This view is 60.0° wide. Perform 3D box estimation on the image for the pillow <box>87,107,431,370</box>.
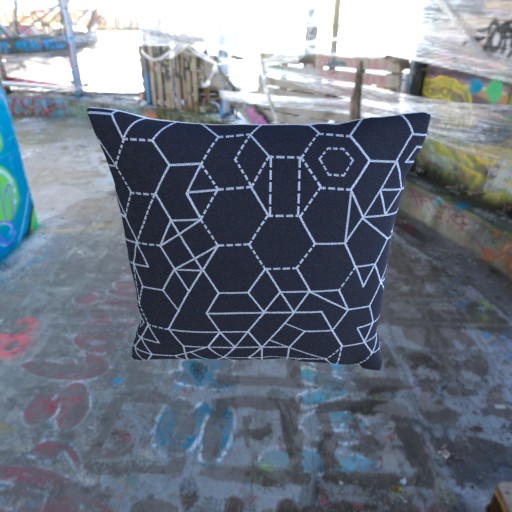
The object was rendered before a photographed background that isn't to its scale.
[{"bbox_3d":[0.000,0.000,0.790,0.517,0.508,0.158,1,30,2],"label":"pillow"}]
